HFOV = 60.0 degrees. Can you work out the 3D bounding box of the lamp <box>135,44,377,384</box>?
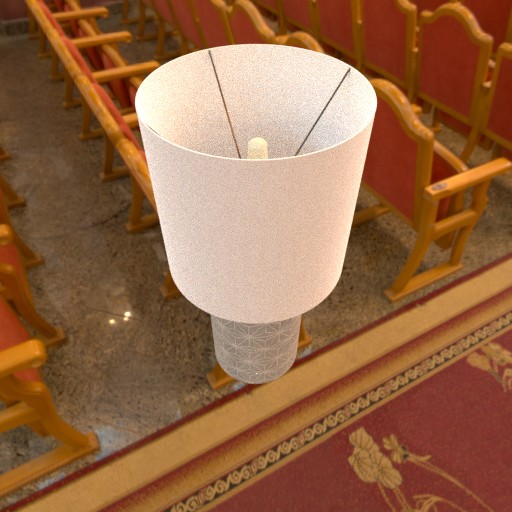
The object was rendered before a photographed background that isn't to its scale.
[{"bbox_3d":[0.000,0.000,0.536,0.206,0.416,0.206,-22,50,-19],"label":"lamp"}]
